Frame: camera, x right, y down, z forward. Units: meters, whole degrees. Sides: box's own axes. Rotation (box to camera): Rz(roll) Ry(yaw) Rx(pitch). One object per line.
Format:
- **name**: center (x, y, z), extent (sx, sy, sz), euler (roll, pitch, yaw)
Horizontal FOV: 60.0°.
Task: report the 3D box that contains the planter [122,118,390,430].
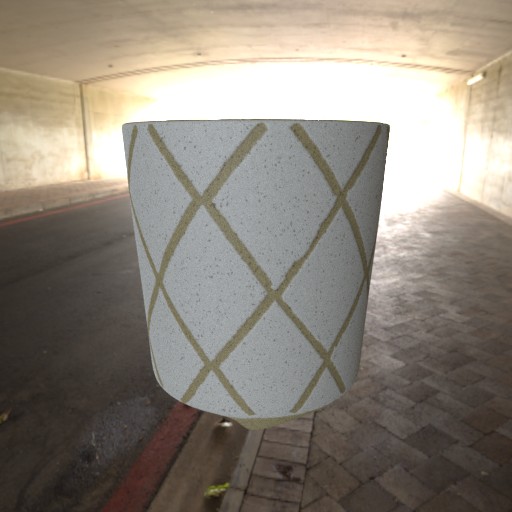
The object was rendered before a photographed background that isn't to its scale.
- **planter**: center (0.000, 0.000, 0.352), extent (0.191, 0.199, 0.191), euler (0, 14, 0)
